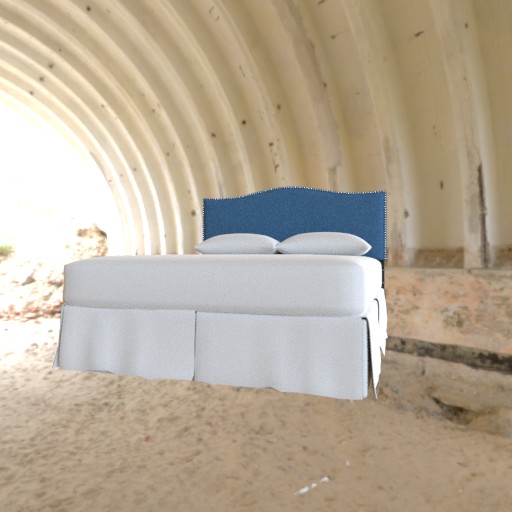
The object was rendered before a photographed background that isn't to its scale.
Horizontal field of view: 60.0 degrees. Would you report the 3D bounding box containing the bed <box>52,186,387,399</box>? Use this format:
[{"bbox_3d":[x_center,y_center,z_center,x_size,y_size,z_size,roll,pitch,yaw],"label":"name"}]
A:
[{"bbox_3d":[0.000,0.000,2.877,1.610,1.169,1.872,0,0,18],"label":"bed"}]
